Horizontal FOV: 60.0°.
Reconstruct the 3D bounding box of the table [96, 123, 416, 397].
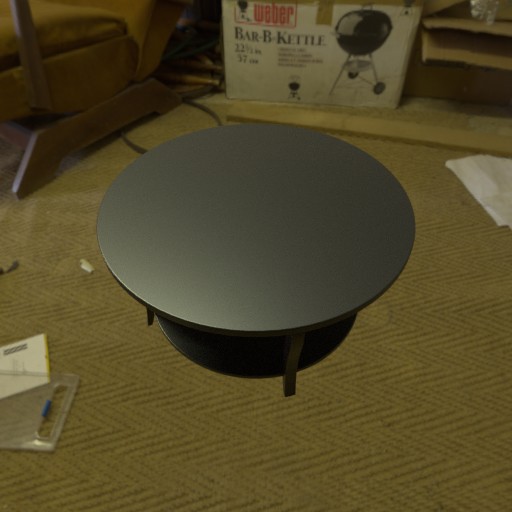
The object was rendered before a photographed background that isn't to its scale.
[{"bbox_3d":[0.000,0.000,1.471,0.914,0.457,0.914,0,46,0],"label":"table"}]
